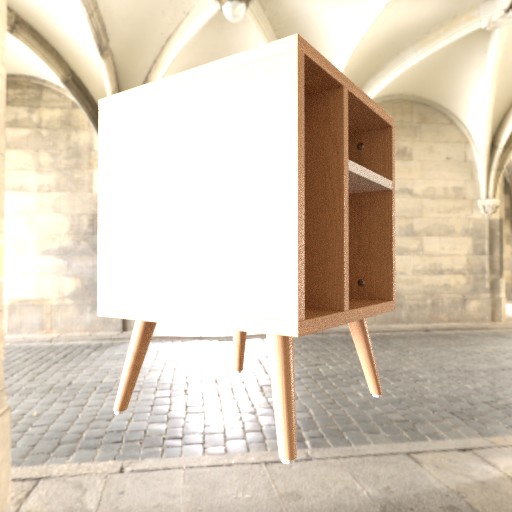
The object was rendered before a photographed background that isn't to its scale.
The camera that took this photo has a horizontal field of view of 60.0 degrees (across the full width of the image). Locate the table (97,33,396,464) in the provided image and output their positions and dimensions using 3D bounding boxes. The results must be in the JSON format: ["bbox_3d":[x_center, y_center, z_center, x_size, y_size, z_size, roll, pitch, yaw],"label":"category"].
[{"bbox_3d":[0.000,0.000,0.829,0.400,0.550,0.400,-1,-1,34],"label":"table"}]
